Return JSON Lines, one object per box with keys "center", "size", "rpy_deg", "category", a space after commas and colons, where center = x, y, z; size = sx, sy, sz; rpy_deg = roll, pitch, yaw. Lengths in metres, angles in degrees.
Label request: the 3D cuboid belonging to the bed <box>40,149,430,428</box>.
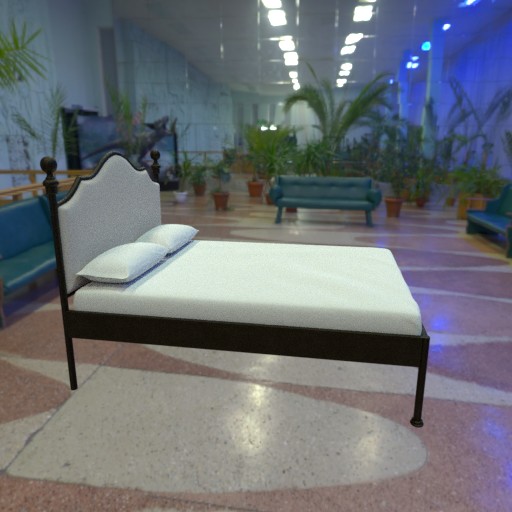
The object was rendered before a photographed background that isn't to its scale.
{"center": [0.000, 0.000, 3.269], "size": [2.224, 1.499, 1.642], "rpy_deg": [3, 15, 10], "category": "bed"}
